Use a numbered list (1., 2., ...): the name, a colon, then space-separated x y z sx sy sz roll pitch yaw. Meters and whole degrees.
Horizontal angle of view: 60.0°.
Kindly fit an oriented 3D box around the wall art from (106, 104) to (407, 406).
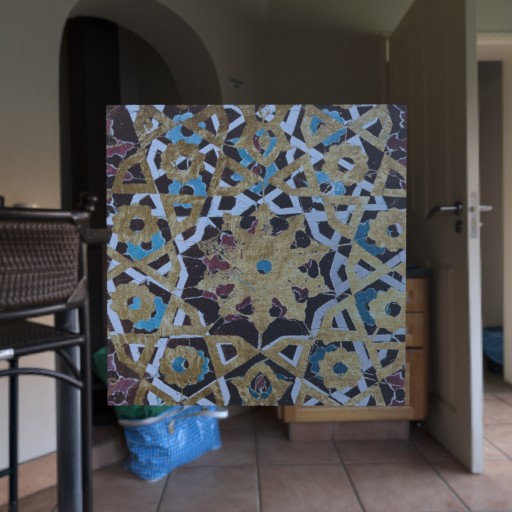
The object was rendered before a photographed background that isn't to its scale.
1. wall art: 0.000 0.000 0.604 0.404 0.406 0.010 0 1 0
